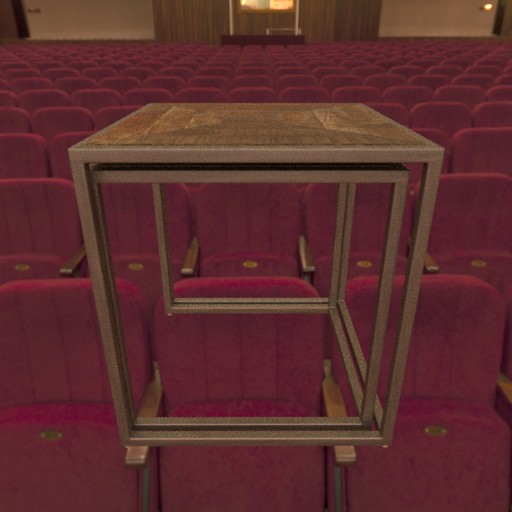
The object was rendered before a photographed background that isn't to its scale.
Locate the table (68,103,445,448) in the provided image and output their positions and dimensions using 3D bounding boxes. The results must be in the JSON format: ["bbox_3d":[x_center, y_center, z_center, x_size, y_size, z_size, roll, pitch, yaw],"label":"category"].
[{"bbox_3d":[0.000,0.000,0.833,0.449,0.500,0.450,0,25,0],"label":"table"}]
